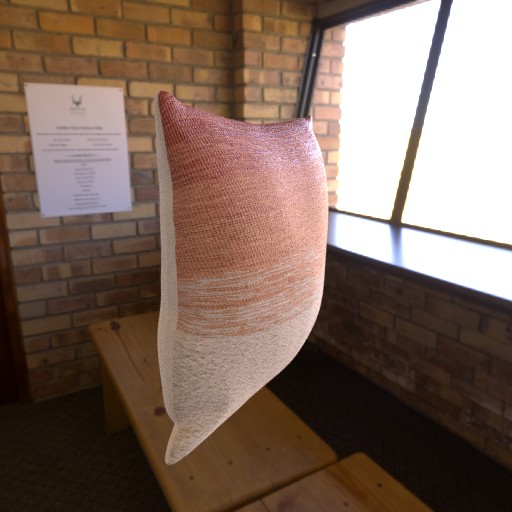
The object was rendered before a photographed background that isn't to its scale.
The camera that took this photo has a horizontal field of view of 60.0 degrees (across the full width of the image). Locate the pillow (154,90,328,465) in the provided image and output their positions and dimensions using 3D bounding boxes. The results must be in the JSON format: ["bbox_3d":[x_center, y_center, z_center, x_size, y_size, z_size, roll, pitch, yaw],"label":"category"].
[{"bbox_3d":[0.000,0.000,0.676,0.182,0.441,0.440,8,17,27],"label":"pillow"}]
